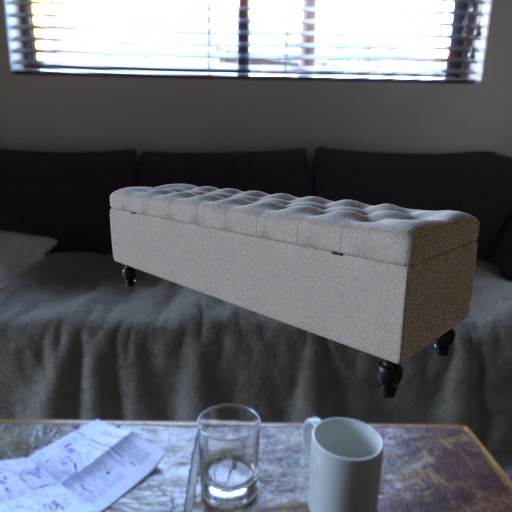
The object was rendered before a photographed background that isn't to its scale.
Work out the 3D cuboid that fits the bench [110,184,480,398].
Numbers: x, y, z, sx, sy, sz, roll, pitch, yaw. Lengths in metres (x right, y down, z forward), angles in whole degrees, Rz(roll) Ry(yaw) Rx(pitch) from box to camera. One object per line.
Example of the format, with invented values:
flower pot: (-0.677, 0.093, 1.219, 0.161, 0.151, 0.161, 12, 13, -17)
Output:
bench: (0.000, 0.000, 1.720, 0.455, 0.467, 1.480, -13, 19, -43)
